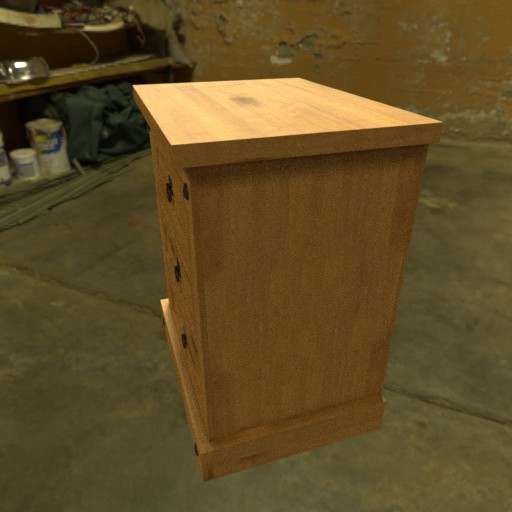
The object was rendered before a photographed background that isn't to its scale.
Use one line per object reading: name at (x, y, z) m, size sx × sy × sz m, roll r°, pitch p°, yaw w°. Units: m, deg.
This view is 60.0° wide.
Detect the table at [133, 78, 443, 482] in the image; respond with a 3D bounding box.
table at (0.000, 0.000, 1.208) m, size 0.500 × 0.813 × 0.660 m, roll -9°, pitch 30°, yaw -16°
